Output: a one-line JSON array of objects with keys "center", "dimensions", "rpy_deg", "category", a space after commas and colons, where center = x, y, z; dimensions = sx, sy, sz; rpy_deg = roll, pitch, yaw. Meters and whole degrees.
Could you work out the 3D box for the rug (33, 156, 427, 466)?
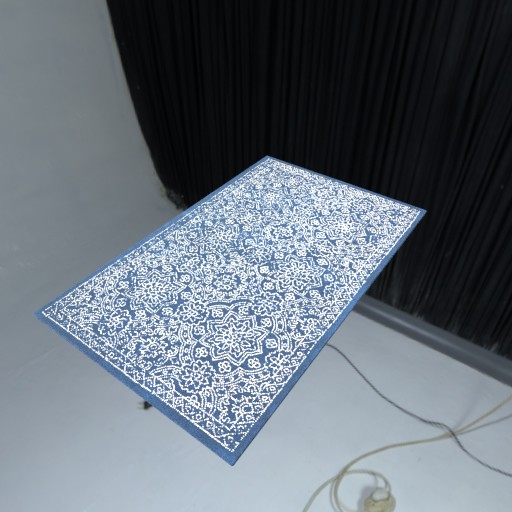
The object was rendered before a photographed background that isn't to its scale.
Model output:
[{"center": [0.000, 0.000, 3.055], "dimensions": [1.526, 0.015, 2.441], "rpy_deg": [25, 47, 27], "category": "rug"}]
